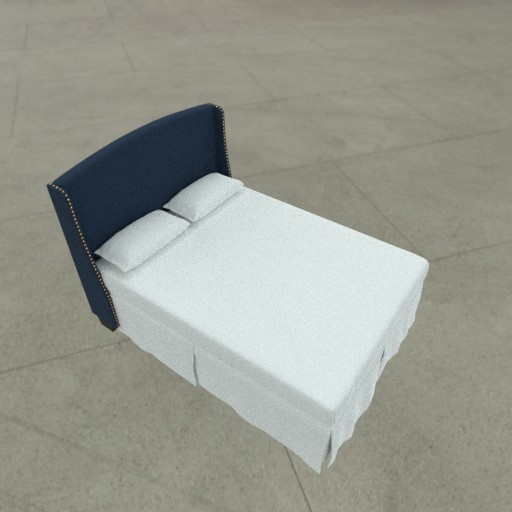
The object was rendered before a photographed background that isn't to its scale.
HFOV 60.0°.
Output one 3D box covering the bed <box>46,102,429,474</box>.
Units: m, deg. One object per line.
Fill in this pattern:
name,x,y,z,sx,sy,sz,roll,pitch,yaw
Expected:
bed,0.000,0.000,3.239,2.223,1.402,1.604,25,47,26
